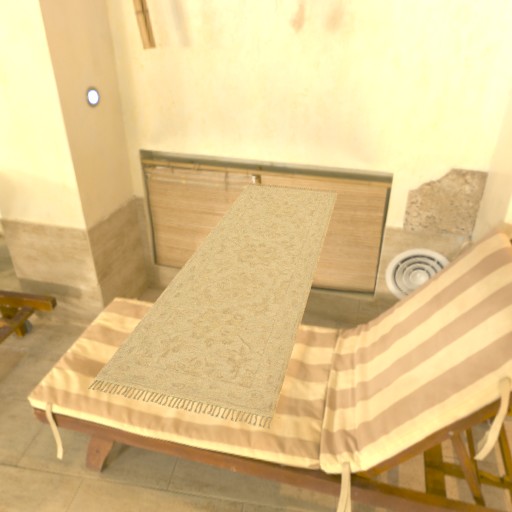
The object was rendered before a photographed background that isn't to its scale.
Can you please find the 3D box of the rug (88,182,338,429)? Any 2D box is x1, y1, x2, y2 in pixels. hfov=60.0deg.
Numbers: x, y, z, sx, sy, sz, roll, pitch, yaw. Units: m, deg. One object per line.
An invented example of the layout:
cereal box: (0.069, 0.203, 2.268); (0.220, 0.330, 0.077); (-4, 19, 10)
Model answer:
rug: (0.000, 0.000, 2.847); (0.795, 0.015, 2.544); (8, 31, 13)
